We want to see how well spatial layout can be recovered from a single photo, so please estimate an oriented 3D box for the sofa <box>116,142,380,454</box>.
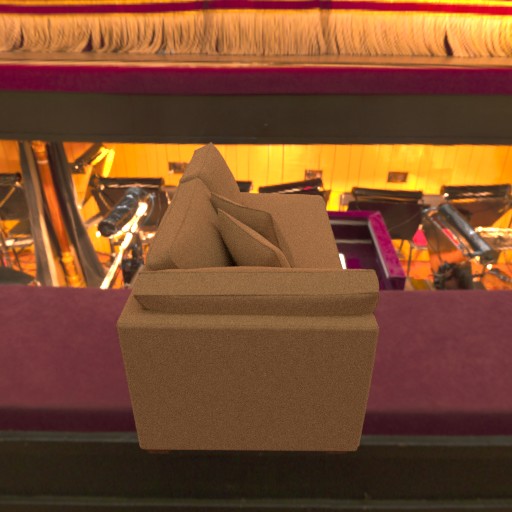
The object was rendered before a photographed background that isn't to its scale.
[{"bbox_3d":[0.000,0.000,2.873,1.110,1.033,2.237,1,29,1],"label":"sofa"}]
